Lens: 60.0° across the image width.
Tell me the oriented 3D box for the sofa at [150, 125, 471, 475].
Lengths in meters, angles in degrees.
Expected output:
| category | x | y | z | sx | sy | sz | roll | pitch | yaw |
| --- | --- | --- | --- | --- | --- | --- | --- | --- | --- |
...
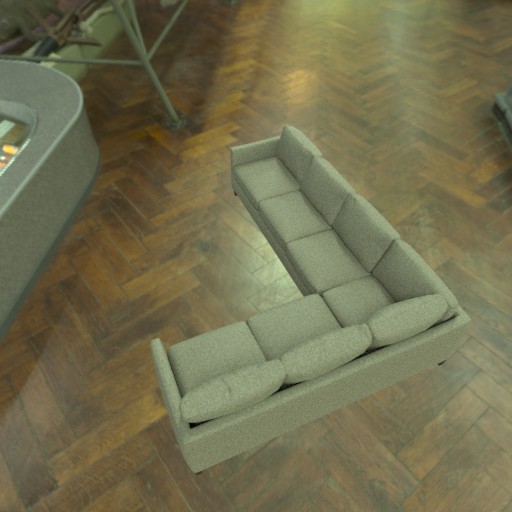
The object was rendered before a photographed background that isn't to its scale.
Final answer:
| category | x | y | z | sx | sy | sz | roll | pitch | yaw |
| --- | --- | --- | --- | --- | --- | --- | --- | --- | --- |
| sofa | 0.000 | 0.000 | 4.567 | 2.593 | 0.947 | 3.302 | -18 | 49 | -16 |
